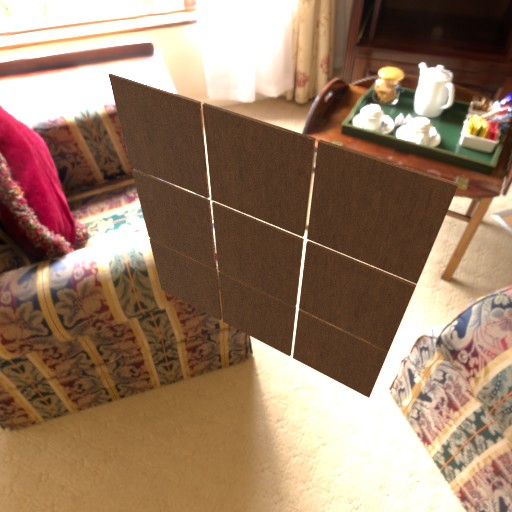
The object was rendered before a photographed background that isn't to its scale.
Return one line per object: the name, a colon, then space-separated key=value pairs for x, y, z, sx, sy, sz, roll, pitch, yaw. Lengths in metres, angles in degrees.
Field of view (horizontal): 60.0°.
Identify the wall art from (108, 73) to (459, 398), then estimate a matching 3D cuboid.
wall art: x=0.000 y=0.000 z=1.794 sx=1.215 sy=1.213 sz=0.013 roll=24 pitch=51 yaw=21
